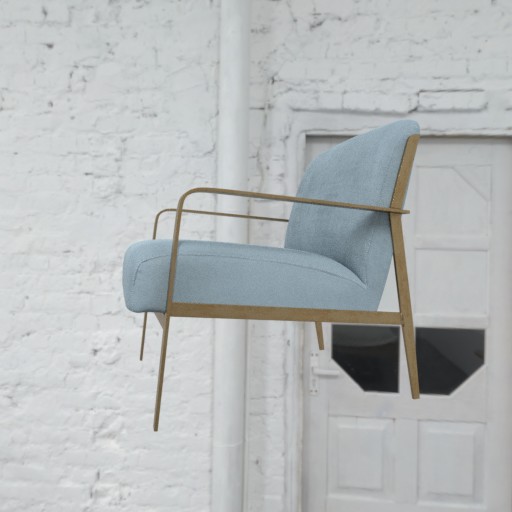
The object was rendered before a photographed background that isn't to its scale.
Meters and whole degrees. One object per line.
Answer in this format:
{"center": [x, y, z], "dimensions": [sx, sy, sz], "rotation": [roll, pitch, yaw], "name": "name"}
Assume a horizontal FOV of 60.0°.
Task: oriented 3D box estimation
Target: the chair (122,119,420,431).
{"center": [0.000, 0.000, 1.464], "dimensions": [0.842, 0.824, 0.701], "rotation": [0, 2, -17], "name": "chair"}
